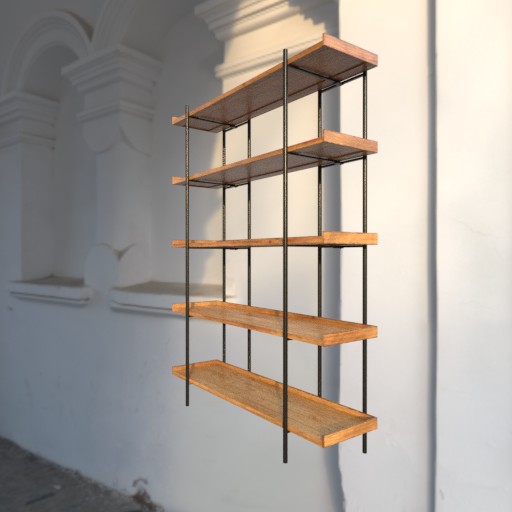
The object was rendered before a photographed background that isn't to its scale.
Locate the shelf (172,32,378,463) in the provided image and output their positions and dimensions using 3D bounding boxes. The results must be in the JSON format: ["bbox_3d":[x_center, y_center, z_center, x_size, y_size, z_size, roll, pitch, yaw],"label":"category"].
[{"bbox_3d":[0.000,0.000,2.435,0.379,1.826,1.371,0,0,-37],"label":"shelf"}]
